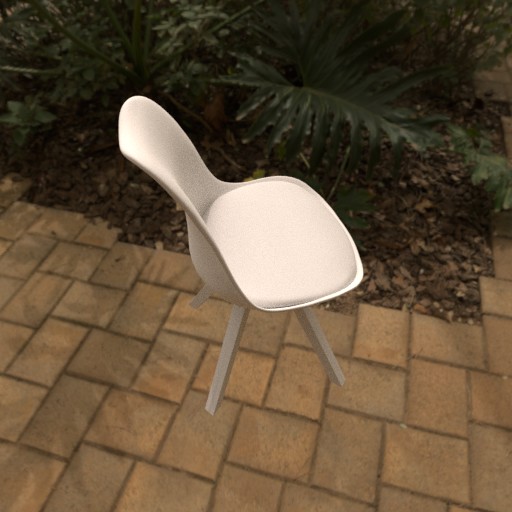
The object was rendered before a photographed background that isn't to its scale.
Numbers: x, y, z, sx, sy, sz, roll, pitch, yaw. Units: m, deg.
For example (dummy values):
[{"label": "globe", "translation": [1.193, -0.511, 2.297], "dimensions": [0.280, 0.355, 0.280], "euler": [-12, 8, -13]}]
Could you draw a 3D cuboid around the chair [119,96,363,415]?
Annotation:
[{"label": "chair", "translation": [0.000, 0.000, 1.202], "dimensions": [0.550, 0.850, 0.485], "euler": [-9, 47, -9]}]
